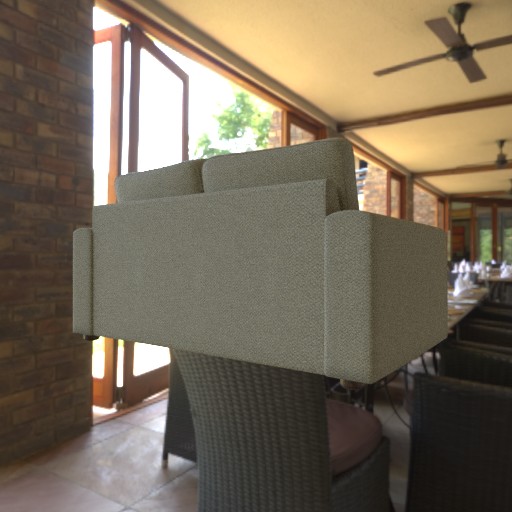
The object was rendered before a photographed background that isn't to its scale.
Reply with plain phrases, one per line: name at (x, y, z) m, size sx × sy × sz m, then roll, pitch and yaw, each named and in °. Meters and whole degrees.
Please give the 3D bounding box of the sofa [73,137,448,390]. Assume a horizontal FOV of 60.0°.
sofa at (0.000, 0.000, 2.228) m, size 1.616 × 0.873 × 1.016 m, roll 0°, pitch 0°, yaw 36°
